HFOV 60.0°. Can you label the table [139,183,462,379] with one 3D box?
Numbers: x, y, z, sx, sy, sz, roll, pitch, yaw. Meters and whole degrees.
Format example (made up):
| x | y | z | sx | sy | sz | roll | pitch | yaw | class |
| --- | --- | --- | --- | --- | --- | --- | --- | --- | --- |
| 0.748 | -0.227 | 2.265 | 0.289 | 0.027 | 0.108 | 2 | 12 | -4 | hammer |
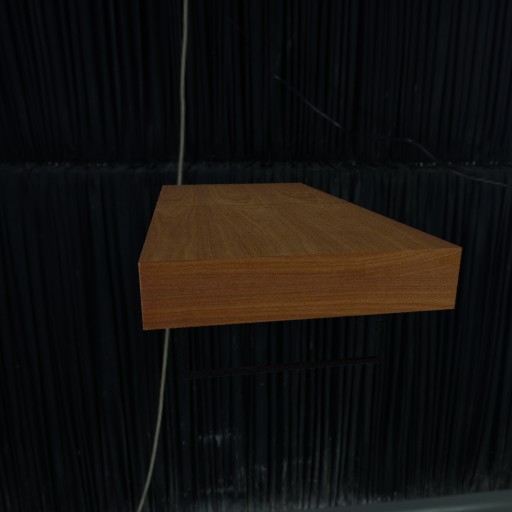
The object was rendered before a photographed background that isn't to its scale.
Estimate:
| x | y | z | sx | sy | sz | roll | pitch | yaw | class |
| --- | --- | --- | --- | --- | --- | --- | --- | --- | --- |
| 0.000 | 0.000 | 1.422 | 0.610 | 0.330 | 1.194 | -3 | 16 | -9 | table |
